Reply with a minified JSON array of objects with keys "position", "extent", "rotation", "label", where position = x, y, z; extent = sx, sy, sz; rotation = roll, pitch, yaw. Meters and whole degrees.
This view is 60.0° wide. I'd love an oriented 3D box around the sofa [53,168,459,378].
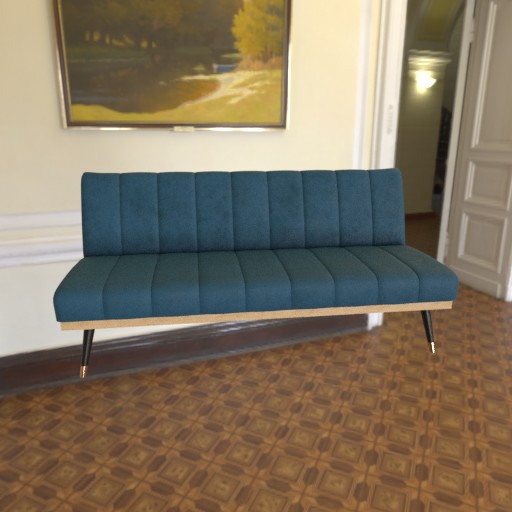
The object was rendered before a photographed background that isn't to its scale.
[{"position":[0.000,0.000,2.302],"extent":[1.810,0.825,0.830],"rotation":[-2,16,-8],"label":"sofa"}]
